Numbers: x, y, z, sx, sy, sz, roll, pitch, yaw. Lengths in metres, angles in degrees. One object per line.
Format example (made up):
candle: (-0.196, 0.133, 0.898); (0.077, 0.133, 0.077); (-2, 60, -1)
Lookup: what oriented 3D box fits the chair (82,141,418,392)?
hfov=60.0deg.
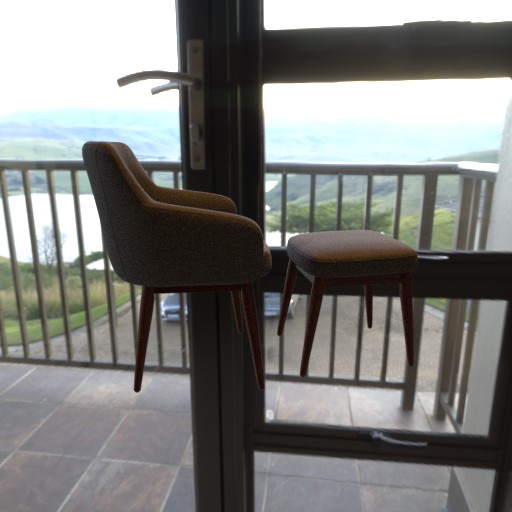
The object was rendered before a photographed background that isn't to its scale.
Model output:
chair: (0.000, 0.000, 1.594); (1.107, 0.799, 0.584); (-3, 15, -10)
